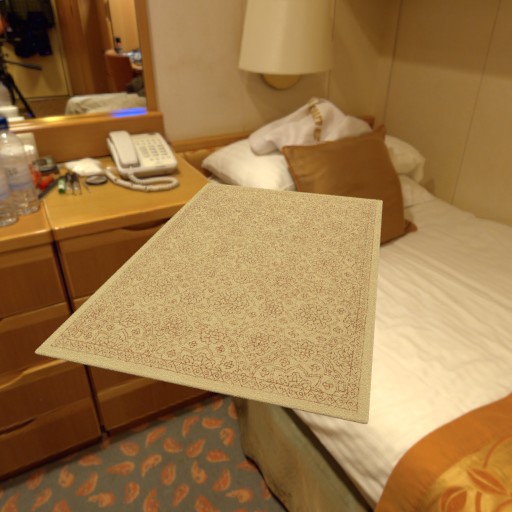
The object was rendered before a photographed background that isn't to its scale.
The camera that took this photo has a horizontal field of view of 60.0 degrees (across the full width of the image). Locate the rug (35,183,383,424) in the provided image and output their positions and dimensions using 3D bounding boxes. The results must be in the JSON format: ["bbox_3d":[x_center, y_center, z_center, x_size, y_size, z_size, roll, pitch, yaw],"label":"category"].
[{"bbox_3d":[0.000,0.000,2.275,1.219,0.010,1.829,8,31,13],"label":"rug"}]
